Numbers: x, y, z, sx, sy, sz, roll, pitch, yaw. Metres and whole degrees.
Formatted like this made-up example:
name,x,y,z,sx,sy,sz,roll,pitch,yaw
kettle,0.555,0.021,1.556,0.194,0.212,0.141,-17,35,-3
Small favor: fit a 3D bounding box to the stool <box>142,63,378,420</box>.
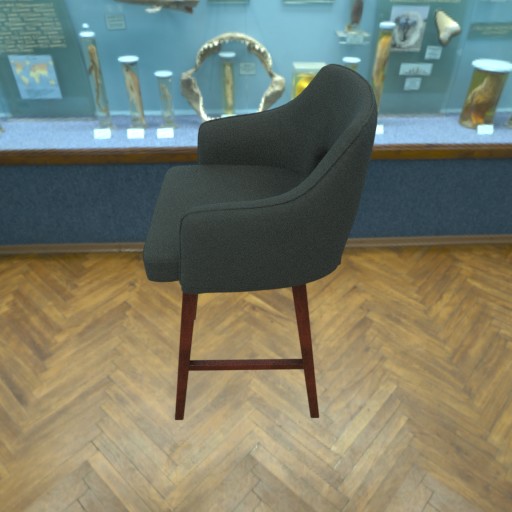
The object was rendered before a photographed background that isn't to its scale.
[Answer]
name,x,y,z,sx,sy,sz,roll,pitch,yaw
stool,0.000,0.000,1.336,0.558,1.012,0.548,-1,39,-1
